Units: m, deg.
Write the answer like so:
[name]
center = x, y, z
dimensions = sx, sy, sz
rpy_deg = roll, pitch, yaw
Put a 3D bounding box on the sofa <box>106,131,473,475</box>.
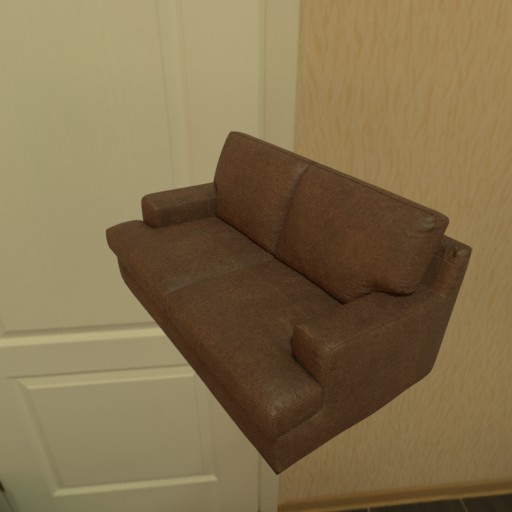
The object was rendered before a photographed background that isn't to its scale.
[sofa]
center = 0.000, 0.000, 2.480
dimensions = 1.143, 0.939, 1.880
rpy_deg = -20, 36, -30
